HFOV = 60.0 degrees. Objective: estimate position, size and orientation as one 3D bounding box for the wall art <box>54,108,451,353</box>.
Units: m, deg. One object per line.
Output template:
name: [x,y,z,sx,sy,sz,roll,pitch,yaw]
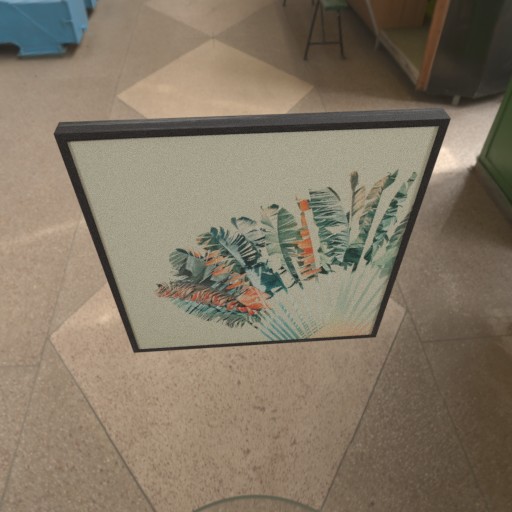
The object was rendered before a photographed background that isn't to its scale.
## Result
wall art: [0.000,0.000,1.135,0.762,0.758,0.043,-3,46,-3]
